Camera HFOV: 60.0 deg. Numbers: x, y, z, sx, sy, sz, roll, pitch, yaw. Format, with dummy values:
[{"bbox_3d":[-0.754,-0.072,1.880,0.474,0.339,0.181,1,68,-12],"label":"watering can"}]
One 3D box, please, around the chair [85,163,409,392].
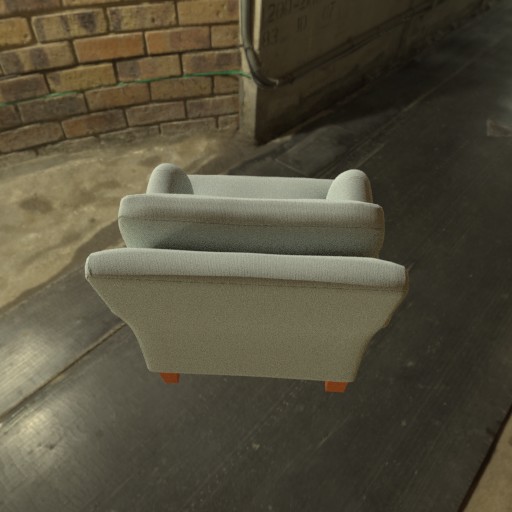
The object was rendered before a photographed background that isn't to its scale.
[{"bbox_3d":[0.000,0.000,1.866,0.955,1.038,1.070,2,47,2],"label":"chair"}]
